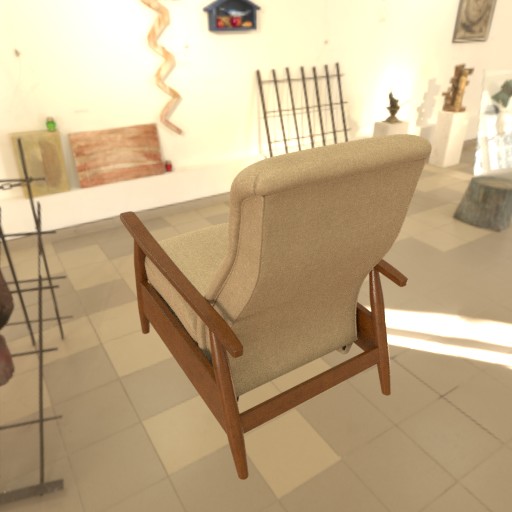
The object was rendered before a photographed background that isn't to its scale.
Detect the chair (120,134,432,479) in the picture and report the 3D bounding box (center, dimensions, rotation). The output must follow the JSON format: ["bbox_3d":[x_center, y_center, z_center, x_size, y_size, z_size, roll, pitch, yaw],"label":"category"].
[{"bbox_3d":[0.000,0.000,1.773,0.762,1.082,1.030,-17,33,-28],"label":"chair"}]
